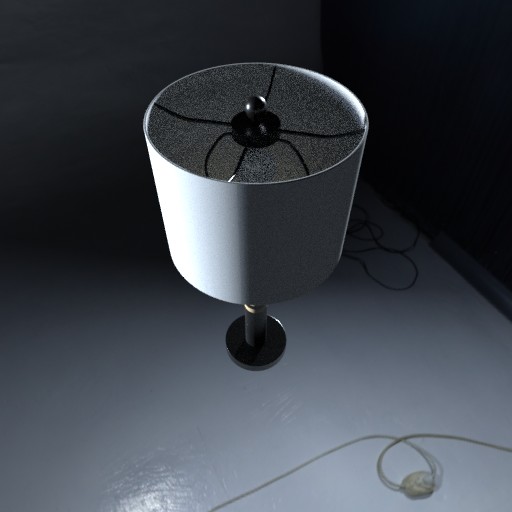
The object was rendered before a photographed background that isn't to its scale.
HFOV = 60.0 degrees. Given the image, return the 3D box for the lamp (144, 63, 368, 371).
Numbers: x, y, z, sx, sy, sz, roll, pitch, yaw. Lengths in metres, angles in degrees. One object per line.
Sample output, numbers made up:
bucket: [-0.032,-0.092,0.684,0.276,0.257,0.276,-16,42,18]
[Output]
lamp: [0.000,0.000,0.830,0.305,0.640,0.305,-23,52,-19]
